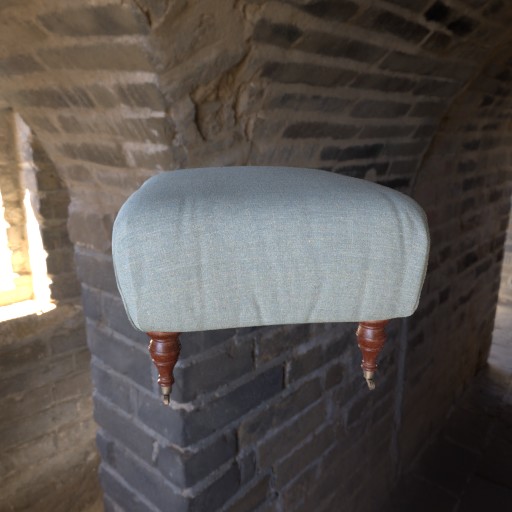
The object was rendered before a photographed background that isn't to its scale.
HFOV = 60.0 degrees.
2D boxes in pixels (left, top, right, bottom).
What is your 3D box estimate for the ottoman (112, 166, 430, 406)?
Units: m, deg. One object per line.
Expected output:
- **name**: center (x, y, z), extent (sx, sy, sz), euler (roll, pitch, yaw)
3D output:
- **ottoman**: center (0.000, 0.000, 1.165), extent (0.622, 0.450, 0.747), euler (-2, 15, -8)
